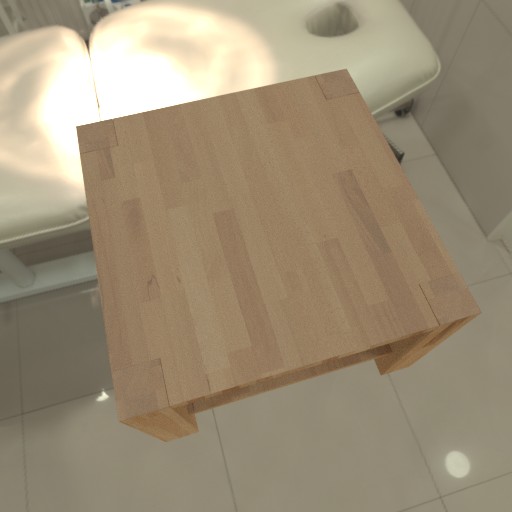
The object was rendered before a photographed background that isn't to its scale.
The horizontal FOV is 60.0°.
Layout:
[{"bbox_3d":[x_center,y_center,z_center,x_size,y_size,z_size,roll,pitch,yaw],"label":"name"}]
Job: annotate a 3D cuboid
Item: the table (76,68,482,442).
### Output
[{"bbox_3d":[0.000,0.000,1.160,0.700,0.451,0.700,-15,64,-7],"label":"table"}]
